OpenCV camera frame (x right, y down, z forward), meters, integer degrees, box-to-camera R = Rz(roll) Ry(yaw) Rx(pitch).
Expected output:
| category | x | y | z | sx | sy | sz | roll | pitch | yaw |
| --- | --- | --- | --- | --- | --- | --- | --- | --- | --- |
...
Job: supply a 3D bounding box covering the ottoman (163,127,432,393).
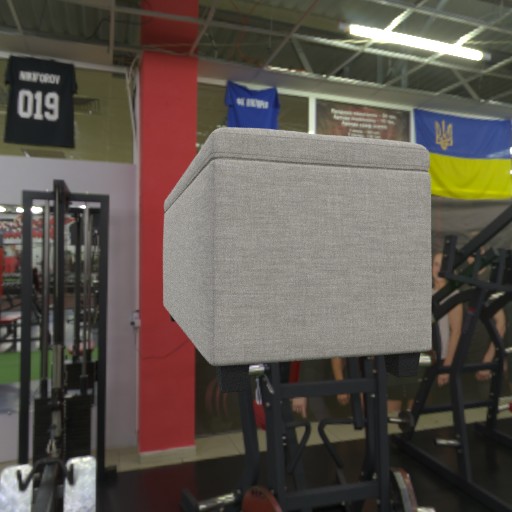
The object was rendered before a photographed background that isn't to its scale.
| category | x | y | z | sx | sy | sz | roll | pitch | yaw |
| --- | --- | --- | --- | --- | --- | --- | --- | --- | --- |
| ottoman | 0.000 | 0.000 | 1.147 | 0.419 | 0.432 | 0.902 | 0 | 0 | -16 |
